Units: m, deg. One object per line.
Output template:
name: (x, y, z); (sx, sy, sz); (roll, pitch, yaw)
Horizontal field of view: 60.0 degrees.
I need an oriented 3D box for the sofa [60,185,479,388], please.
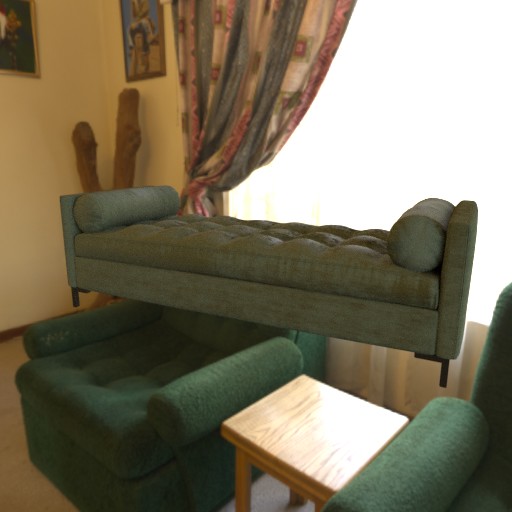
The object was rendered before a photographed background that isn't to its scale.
sofa: (0.000, 0.000, 2.424); (2.130, 0.681, 0.817); (7, 15, 26)
